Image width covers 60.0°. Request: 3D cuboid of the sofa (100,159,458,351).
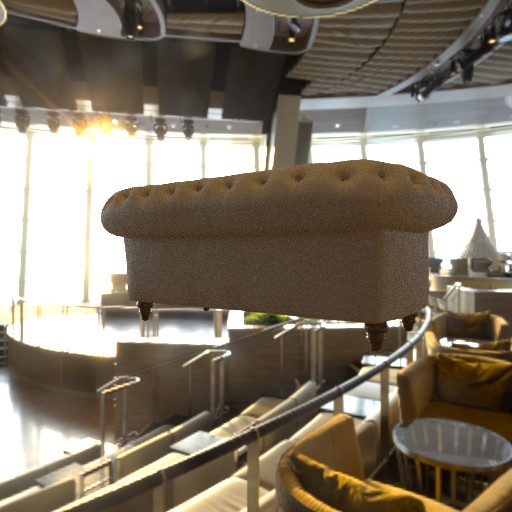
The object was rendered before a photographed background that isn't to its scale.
[{"bbox_3d":[0.000,0.000,2.550,1.988,0.835,1.069,0,1,35],"label":"sofa"}]
